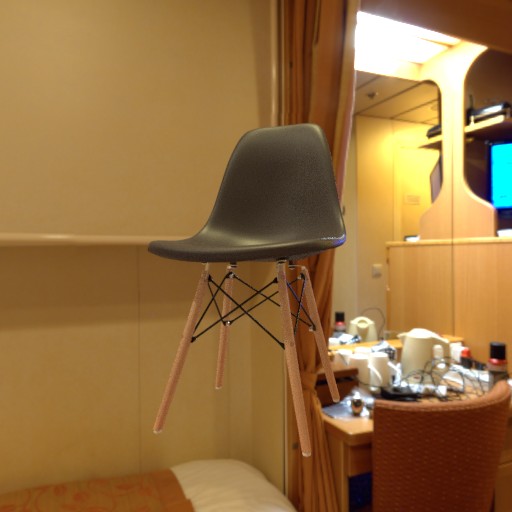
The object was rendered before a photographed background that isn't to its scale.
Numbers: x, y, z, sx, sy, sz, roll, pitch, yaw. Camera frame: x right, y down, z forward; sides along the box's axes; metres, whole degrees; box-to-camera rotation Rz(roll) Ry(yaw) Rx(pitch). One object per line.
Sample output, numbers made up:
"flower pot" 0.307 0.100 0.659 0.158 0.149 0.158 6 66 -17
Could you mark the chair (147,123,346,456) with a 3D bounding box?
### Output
"chair" 0.000 0.000 1.163 0.470 0.825 0.533 0 0 19
